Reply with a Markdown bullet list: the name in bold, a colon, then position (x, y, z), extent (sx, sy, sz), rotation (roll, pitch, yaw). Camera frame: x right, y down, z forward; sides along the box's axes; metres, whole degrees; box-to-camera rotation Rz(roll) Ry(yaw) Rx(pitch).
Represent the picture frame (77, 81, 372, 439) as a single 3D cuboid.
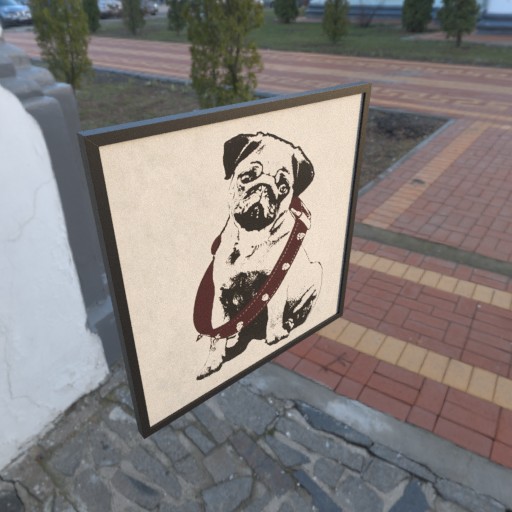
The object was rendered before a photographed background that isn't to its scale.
- **picture frame**: position (0.000, 0.000, 1.157), extent (0.775, 0.775, 0.032), rotation (-24, 38, -34)
